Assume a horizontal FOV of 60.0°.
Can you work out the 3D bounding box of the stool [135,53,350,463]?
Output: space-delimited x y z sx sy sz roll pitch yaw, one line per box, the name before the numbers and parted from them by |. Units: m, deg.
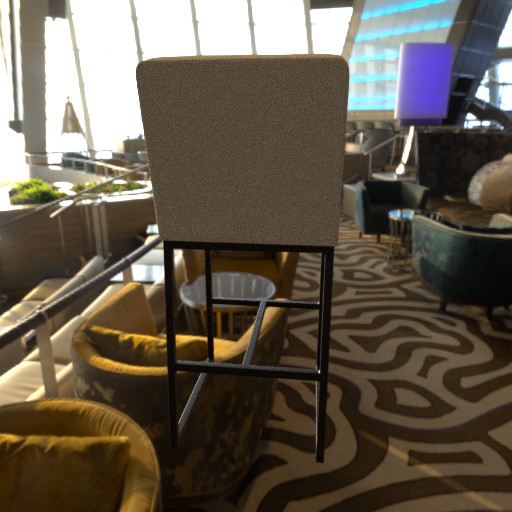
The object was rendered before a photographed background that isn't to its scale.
stool | 0.000 0.000 1.318 0.460 1.040 0.560 2 17 7
